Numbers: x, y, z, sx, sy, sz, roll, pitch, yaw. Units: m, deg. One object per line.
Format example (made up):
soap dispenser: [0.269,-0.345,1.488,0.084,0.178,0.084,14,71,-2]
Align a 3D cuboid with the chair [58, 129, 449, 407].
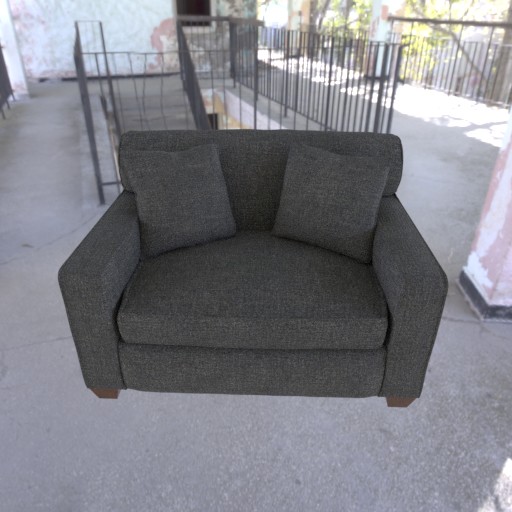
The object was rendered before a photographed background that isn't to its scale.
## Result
chair: [0.000,0.000,2.009,1.383,0.948,1.000,1,30,2]
